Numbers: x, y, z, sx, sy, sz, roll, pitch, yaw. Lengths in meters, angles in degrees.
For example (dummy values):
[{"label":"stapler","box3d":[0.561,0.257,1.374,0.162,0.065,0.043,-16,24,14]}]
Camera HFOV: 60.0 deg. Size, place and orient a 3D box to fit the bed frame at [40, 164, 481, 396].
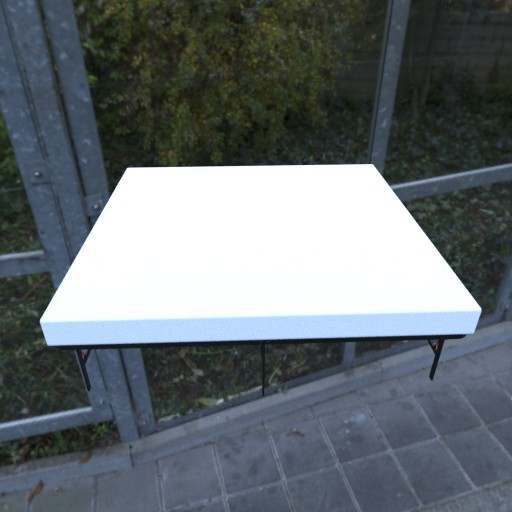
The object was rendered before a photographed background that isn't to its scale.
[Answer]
[{"label":"bed frame","box3d":[0.000,0.000,2.995,2.032,0.559,1.930,-1,32,-2]}]
